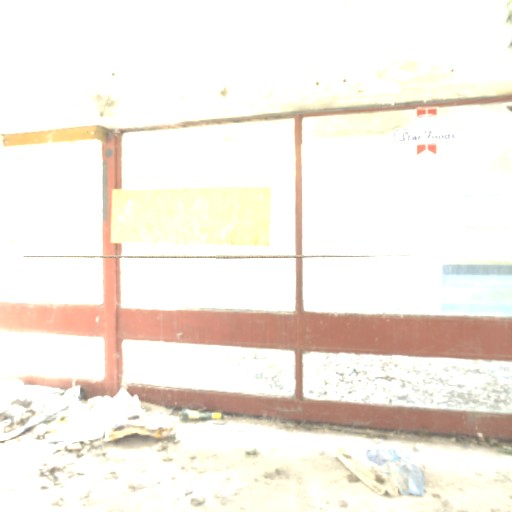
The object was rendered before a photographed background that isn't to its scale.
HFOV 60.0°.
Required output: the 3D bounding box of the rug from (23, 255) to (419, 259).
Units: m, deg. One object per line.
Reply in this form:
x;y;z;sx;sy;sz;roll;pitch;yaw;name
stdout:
0.000;0.000;3.089;1.549;0.010;2.464;0;0;35;rug
